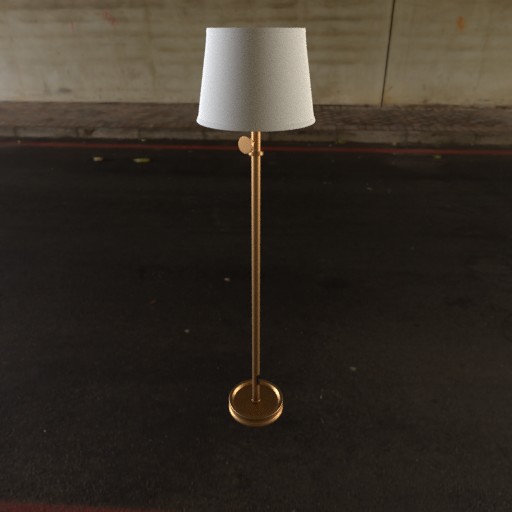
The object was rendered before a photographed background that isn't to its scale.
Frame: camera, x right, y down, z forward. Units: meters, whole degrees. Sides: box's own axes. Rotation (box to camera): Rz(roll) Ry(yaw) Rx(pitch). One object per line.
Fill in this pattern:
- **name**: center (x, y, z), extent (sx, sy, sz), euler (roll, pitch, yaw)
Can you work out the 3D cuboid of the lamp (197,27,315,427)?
- **lamp**: center (0.000, 0.000, 0.777), extent (0.178, 0.710, 0.178), euler (0, 27, 0)
